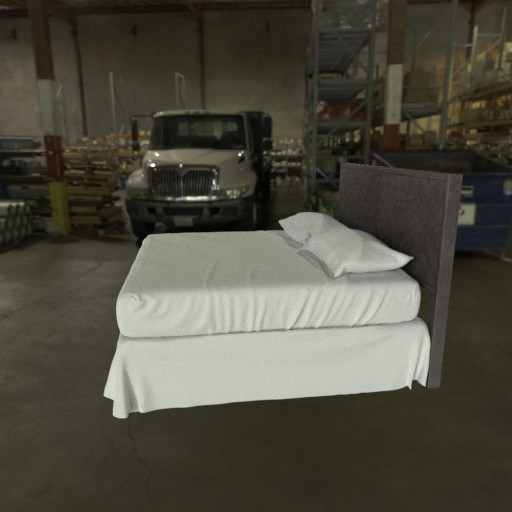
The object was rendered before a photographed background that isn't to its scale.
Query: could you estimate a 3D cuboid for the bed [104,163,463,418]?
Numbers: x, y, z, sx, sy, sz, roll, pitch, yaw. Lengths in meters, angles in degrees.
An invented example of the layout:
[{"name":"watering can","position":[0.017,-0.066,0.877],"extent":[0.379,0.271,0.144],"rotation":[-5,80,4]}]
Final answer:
[{"name":"bed","position":[0.000,0.000,2.930],"extent":[1.785,1.142,1.772],"rotation":[-2,14,-8]}]
